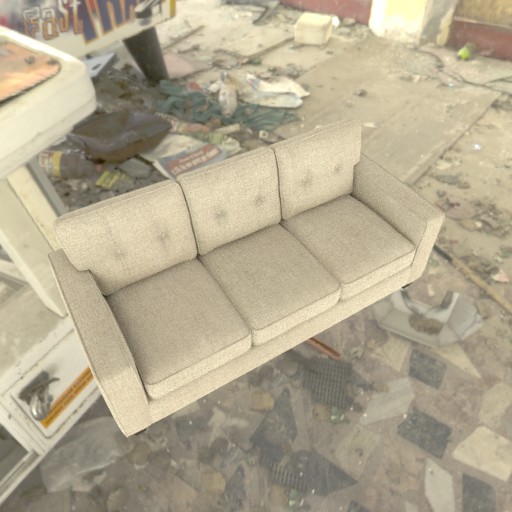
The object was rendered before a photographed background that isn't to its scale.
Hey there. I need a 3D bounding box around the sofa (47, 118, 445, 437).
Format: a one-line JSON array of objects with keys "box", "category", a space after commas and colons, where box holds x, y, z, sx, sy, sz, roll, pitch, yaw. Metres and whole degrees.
[{"box": [0.000, 0.000, 2.636, 2.133, 0.965, 0.939, -24, 51, -21], "category": "sofa"}]
